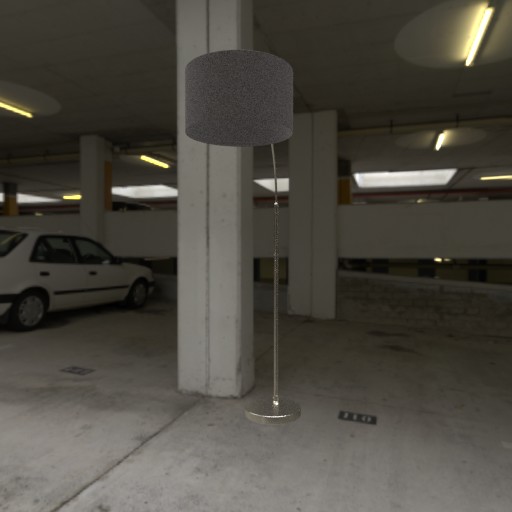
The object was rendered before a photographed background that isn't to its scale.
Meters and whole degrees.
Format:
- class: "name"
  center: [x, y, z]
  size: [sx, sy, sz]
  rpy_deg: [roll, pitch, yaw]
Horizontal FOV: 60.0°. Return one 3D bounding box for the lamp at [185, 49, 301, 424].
- class: "lamp"
  center: [0.000, 0.000, 2.114]
  size: [0.452, 1.735, 0.934]
  rpy_deg: [0, 1, 17]
